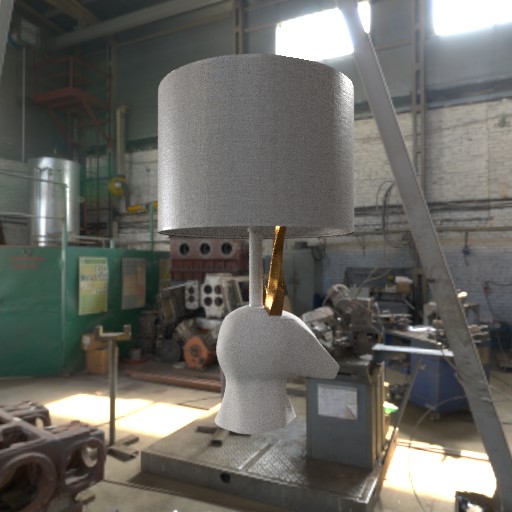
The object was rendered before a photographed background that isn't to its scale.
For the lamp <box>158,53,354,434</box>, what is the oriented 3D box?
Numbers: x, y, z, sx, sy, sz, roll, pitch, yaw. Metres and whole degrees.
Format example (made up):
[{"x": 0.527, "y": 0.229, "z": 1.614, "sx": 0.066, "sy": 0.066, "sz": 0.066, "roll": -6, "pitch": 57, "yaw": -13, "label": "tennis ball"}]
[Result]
[{"x": 0.000, "y": 0.000, "z": 0.688, "sx": 0.298, "sy": 0.503, "sz": 0.298, "roll": 0, "pitch": -1, "yaw": -19, "label": "lamp"}]
